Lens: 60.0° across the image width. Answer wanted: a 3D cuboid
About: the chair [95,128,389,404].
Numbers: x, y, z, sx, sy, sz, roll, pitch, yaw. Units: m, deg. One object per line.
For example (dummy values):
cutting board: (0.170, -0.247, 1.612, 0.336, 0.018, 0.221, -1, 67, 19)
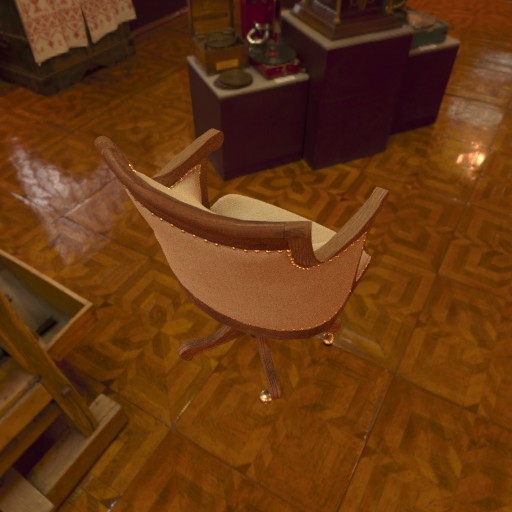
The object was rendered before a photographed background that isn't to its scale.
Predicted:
chair: (0.000, 0.000, 1.485, 0.656, 0.965, 0.689, 25, 51, 22)
